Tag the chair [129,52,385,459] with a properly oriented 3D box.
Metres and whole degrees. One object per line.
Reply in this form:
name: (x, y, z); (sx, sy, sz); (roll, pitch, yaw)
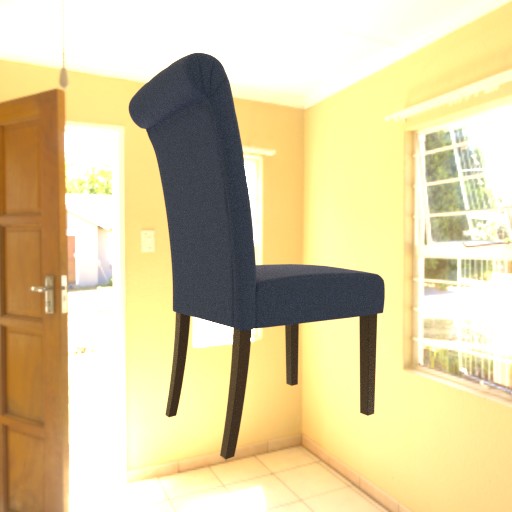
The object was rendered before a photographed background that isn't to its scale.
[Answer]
chair: (0.000, 0.000, 1.375); (0.671, 1.006, 0.456); (-1, 2, -36)
